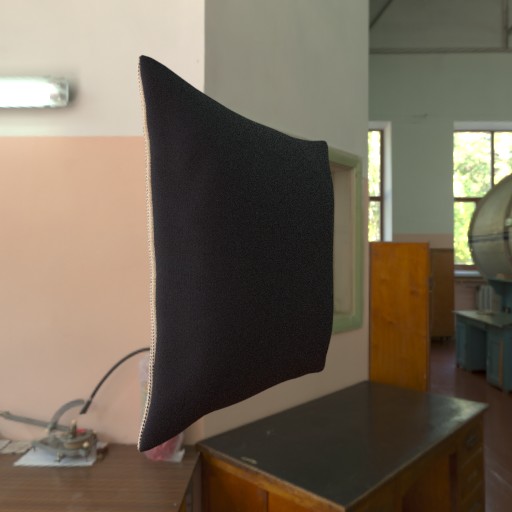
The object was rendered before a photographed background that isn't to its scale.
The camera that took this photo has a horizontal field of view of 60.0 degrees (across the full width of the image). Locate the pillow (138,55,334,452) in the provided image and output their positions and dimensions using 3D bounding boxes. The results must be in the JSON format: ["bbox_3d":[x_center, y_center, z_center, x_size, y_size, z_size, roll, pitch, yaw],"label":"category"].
[{"bbox_3d":[0.000,0.000,0.772,0.166,0.508,0.520,0,-1,36],"label":"pillow"}]
